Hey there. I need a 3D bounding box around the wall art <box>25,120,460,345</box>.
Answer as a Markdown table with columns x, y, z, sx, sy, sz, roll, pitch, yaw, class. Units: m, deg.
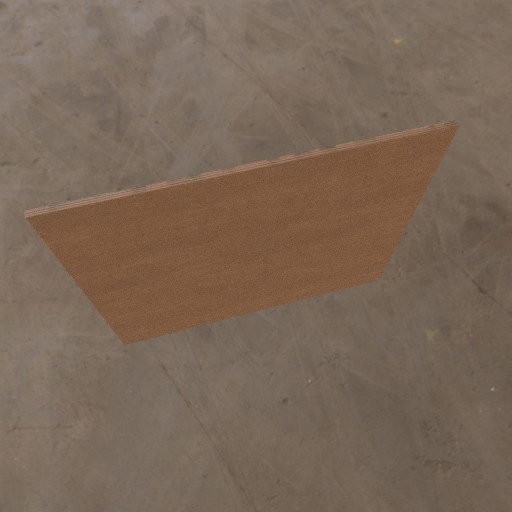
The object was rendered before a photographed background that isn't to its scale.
| x | y | z | sx | sy | sz | roll | pitch | yaw | class |
| --- | --- | --- | --- | --- | --- | --- | --- | --- | --- |
| 0.000 | 0.000 | 0.680 | 0.508 | 0.408 | 0.010 | -13 | 61 | -8 | wall art |
